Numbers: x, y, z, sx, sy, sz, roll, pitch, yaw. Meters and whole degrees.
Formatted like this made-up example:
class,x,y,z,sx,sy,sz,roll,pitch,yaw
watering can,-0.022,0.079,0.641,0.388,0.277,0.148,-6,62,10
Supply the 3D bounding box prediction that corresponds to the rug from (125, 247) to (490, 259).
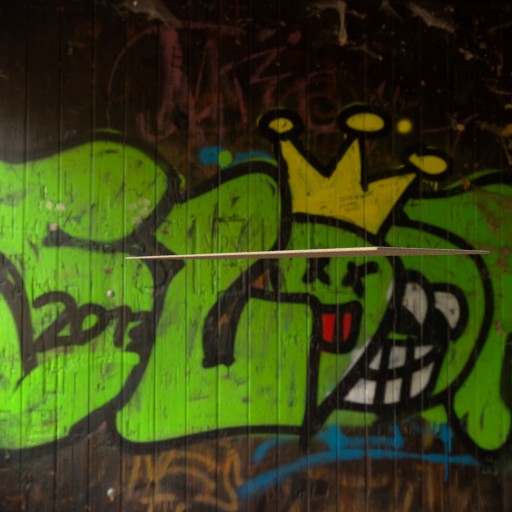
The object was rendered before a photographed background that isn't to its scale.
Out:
class,x,y,z,sx,sy,sz,roll,pitch,yaw
rug,0.000,0.000,2.705,0.769,0.012,2.448,1,-1,-36
